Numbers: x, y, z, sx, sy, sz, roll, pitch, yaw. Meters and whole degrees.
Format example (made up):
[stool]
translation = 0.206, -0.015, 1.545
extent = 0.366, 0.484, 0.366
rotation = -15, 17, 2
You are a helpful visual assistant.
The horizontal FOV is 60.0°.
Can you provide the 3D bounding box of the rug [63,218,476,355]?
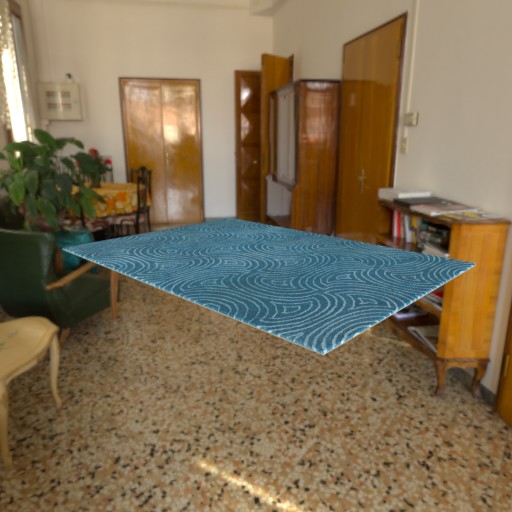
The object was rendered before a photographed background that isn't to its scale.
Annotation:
[rug]
translation = 0.000, 0.000, 2.813
extent = 2.144, 0.015, 1.543
rotation = 14, 21, 42
